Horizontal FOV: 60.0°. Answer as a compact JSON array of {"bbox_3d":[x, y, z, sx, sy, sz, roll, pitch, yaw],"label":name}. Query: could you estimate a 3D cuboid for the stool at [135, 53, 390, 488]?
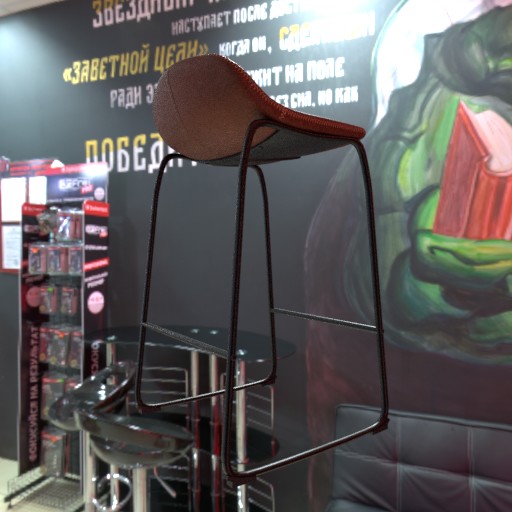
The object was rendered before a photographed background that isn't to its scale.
[{"bbox_3d":[0.000,0.000,1.103,0.473,0.830,0.454,-1,2,-36],"label":"stool"}]
